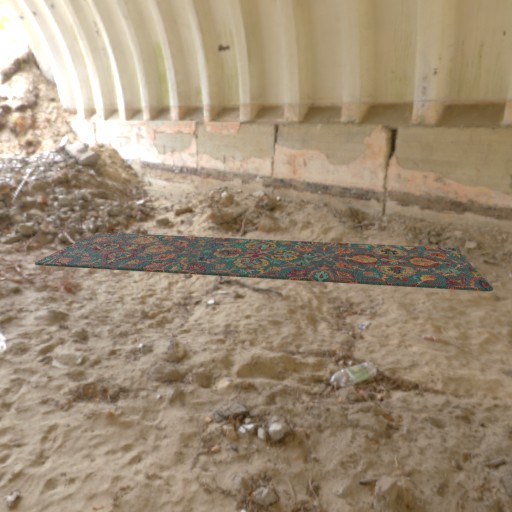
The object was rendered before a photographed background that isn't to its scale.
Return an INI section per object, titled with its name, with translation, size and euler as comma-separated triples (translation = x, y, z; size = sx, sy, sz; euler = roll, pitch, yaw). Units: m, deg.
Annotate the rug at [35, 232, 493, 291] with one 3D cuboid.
[rug]
translation = 0.000, 0.000, 2.486
size = 2.286, 0.013, 0.686
euler = 3, 17, 9
